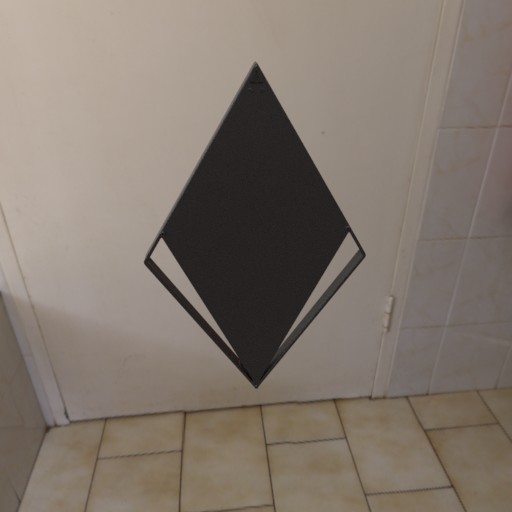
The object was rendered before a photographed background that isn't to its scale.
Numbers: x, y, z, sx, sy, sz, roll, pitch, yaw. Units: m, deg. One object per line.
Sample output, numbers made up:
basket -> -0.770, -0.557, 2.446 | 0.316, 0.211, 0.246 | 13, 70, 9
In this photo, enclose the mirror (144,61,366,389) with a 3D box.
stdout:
mirror -> 0.000, 0.000, 0.844 | 0.419, 0.679, 0.032 | -2, 30, -3
